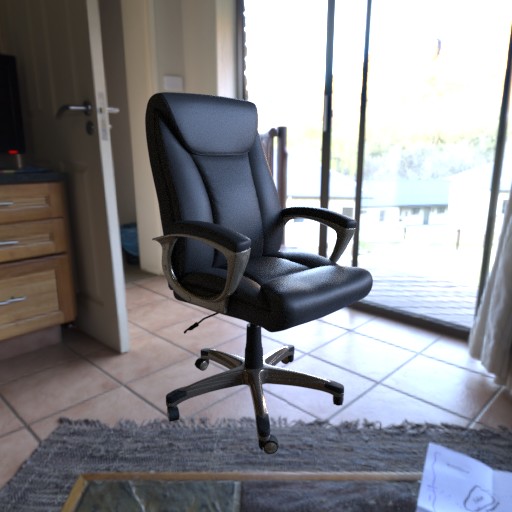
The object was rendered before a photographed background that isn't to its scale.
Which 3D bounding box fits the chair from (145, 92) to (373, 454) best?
[{"bbox_3d":[0.000,0.000,1.658,0.694,1.188,0.748,-13,18,-43],"label":"chair"}]
